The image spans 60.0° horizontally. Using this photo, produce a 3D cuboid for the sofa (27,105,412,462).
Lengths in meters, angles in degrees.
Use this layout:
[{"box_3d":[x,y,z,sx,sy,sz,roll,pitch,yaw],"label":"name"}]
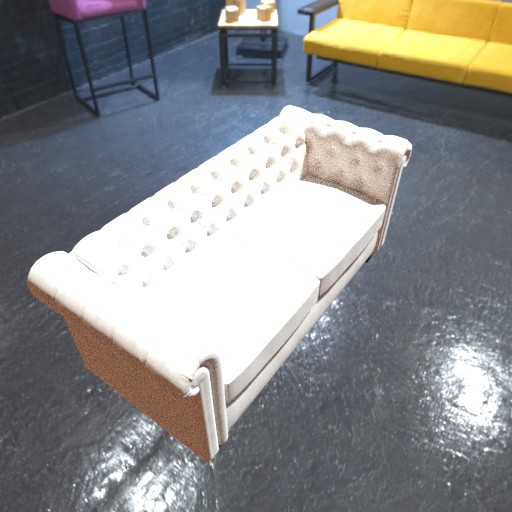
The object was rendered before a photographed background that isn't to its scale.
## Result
[{"box_3d":[0.000,0.000,2.191,0.771,0.796,1.798,26,48,26],"label":"sofa"}]
